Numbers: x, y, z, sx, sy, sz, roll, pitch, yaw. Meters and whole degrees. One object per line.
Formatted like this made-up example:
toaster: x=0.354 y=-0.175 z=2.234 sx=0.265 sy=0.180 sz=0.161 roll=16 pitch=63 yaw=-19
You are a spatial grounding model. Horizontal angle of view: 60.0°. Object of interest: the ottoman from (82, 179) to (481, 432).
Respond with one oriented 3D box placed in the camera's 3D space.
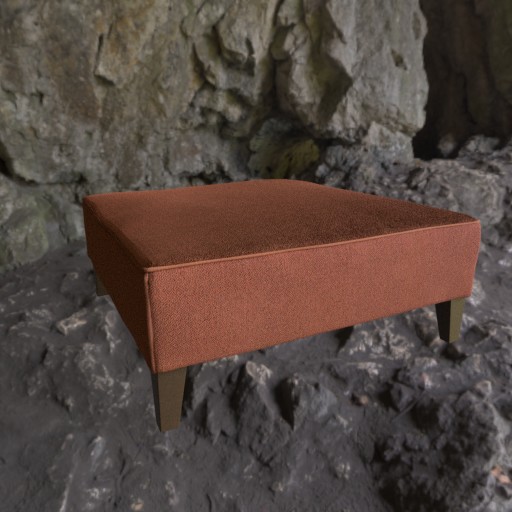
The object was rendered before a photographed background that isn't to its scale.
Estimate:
ottoman: x=0.000 y=0.000 z=1.520 sx=0.997 sy=0.438 sz=0.999 roll=-8 pitch=18 yaw=-26
